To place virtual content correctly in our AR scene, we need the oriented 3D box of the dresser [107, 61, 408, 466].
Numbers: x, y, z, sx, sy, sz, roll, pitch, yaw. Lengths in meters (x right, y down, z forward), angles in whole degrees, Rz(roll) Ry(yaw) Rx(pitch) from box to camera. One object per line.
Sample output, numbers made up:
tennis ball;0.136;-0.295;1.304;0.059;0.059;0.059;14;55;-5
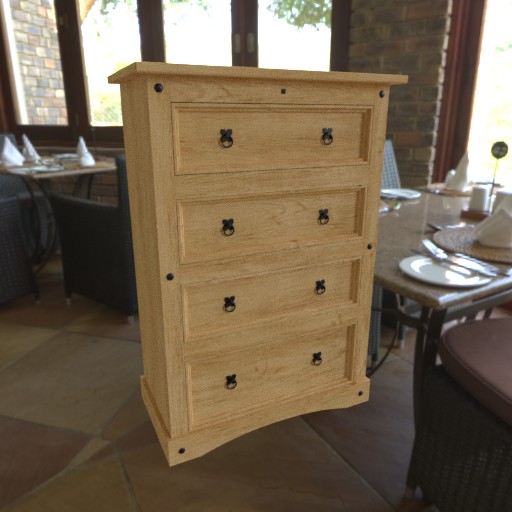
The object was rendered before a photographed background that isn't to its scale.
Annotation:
dresser;0.000;0.000;1.711;0.915;1.300;0.485;-8;19;-25
